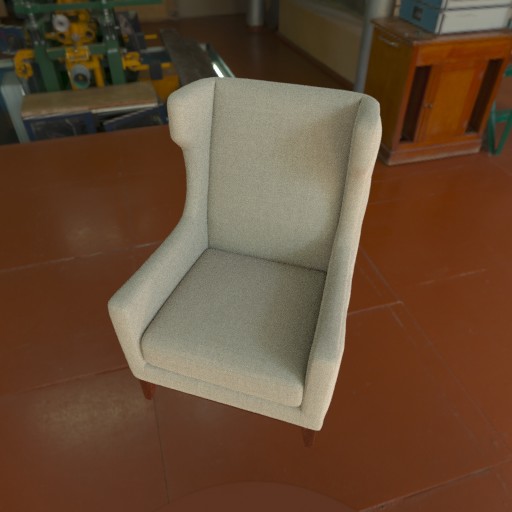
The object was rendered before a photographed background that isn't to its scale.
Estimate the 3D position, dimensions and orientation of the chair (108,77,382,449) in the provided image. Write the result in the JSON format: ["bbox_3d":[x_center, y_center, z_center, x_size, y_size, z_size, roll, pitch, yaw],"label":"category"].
[{"bbox_3d":[0.000,0.000,1.694,0.778,1.079,0.899,12,43,13],"label":"chair"}]
